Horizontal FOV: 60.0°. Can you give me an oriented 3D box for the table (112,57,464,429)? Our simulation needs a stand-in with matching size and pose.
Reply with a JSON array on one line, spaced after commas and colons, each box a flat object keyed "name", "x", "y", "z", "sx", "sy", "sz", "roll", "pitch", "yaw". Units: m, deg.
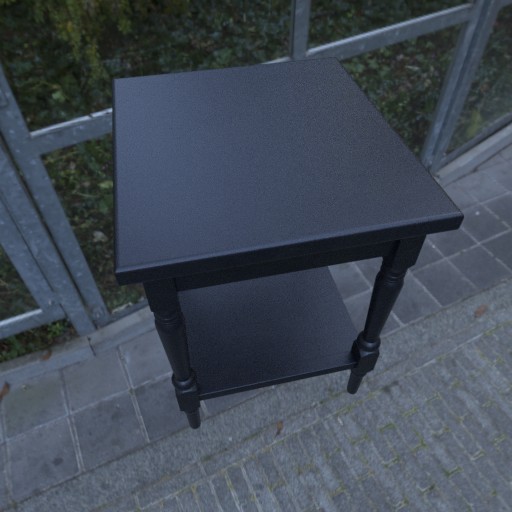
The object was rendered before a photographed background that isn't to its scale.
[{"name": "table", "x": 0.000, "y": 0.000, "z": 0.903, "sx": 0.442, "sy": 0.565, "sz": 0.488, "roll": -9, "pitch": 48, "yaw": -9}]
